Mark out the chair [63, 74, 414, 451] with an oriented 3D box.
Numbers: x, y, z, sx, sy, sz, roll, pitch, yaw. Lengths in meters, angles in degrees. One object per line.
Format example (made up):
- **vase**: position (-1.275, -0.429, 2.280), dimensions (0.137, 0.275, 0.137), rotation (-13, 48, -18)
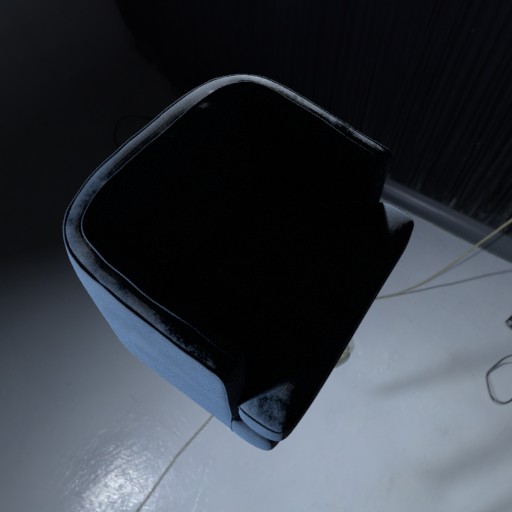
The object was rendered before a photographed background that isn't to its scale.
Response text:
- **chair**: position (0.000, 0.000, 1.736), dimensions (0.940, 0.852, 1.094), rotation (30, 62, 18)
